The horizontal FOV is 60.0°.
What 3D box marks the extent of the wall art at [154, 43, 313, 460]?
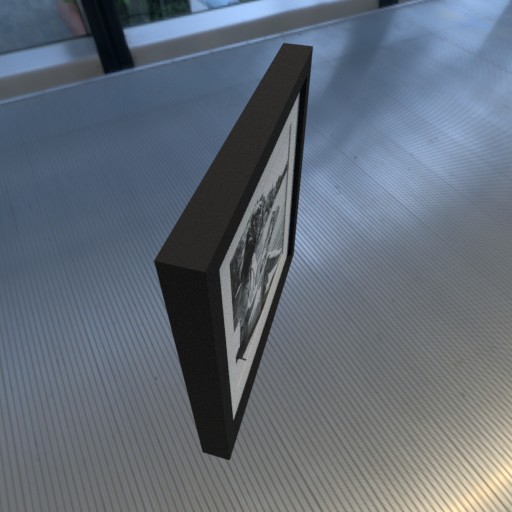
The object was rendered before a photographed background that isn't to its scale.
[{"bbox_3d":[0.000,0.000,0.457,0.030,0.305,0.308,12,49,11],"label":"wall art"}]
